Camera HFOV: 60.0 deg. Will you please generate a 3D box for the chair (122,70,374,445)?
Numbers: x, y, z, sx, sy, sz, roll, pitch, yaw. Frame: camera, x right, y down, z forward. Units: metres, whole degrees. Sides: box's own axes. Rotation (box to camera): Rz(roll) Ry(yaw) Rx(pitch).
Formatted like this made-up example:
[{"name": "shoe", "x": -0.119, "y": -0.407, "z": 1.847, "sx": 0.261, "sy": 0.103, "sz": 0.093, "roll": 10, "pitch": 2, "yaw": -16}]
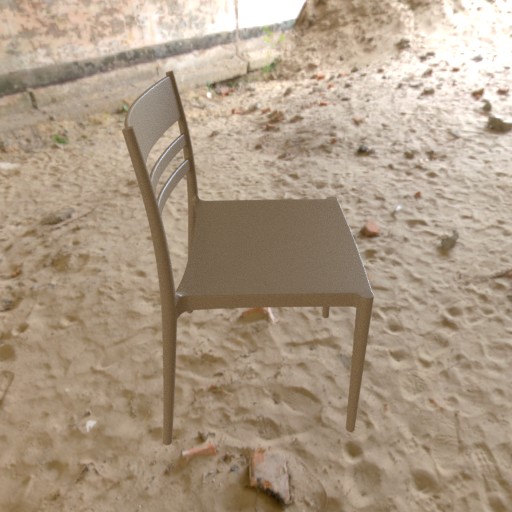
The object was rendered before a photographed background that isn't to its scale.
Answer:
[{"name": "chair", "x": 0.000, "y": 0.000, "z": 1.127, "sx": 0.511, "sy": 0.800, "sz": 0.531, "roll": 0, "pitch": 33, "yaw": -1}]
